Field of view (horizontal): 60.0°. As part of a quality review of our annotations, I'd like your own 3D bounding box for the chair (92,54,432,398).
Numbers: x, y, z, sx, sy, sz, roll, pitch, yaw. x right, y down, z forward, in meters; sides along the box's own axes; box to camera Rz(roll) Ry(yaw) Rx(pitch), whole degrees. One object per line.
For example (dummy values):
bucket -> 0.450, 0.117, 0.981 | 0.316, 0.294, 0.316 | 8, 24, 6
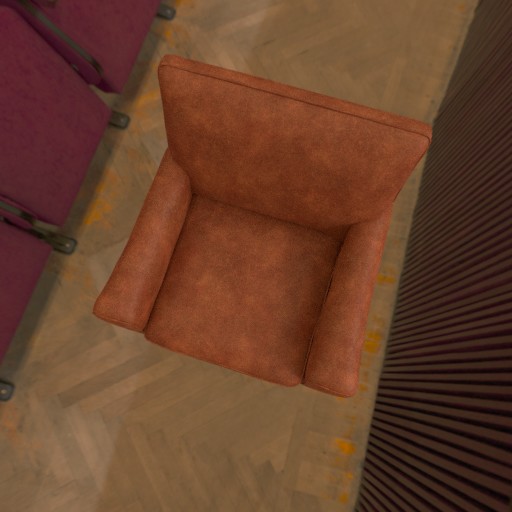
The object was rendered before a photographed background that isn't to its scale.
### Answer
chair -> 0.000, 0.000, 1.619 | 0.870, 0.943, 0.823 | 17, 75, 5
